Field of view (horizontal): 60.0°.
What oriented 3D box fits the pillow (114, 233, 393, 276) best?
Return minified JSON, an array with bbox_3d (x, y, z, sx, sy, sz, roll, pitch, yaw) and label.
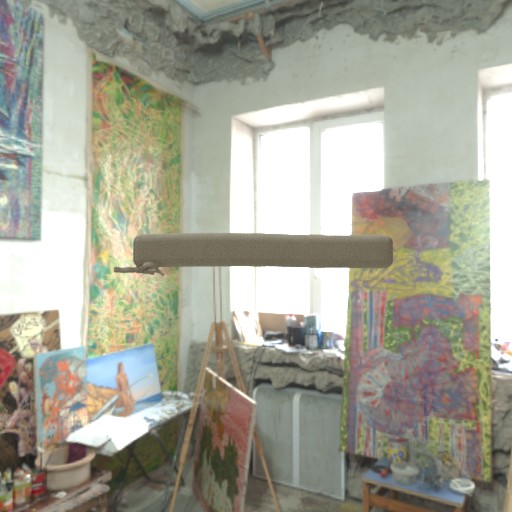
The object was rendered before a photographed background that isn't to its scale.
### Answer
[{"bbox_3d":[0.000,0.000,1.334,0.492,0.081,1.187,0,0,0],"label":"pillow"}]
